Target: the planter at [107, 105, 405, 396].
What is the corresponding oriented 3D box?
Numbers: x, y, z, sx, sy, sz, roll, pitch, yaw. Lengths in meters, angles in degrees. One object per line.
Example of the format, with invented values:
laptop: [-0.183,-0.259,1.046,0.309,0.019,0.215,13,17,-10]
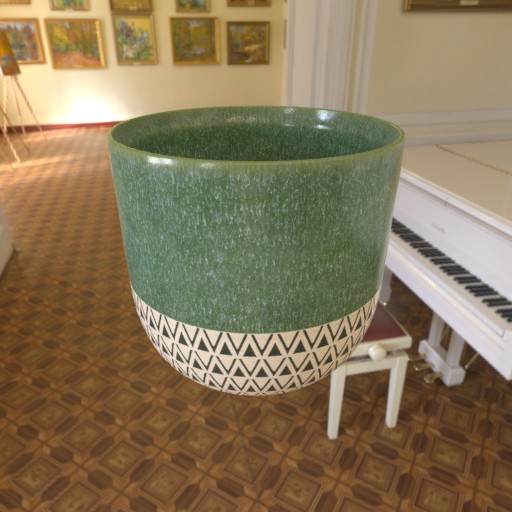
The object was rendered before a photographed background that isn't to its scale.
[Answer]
planter: [0.000,0.000,0.471,0.266,0.270,0.266,0,26,0]
